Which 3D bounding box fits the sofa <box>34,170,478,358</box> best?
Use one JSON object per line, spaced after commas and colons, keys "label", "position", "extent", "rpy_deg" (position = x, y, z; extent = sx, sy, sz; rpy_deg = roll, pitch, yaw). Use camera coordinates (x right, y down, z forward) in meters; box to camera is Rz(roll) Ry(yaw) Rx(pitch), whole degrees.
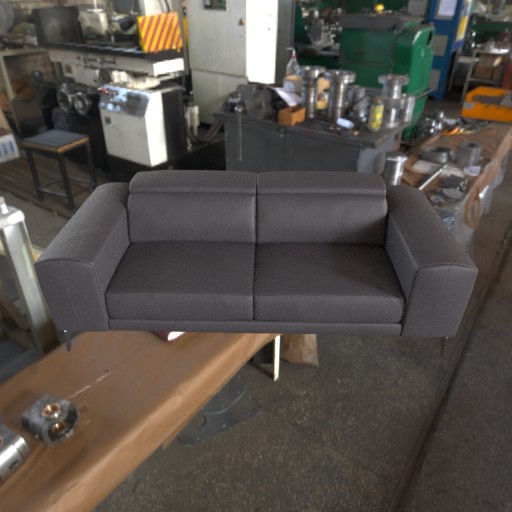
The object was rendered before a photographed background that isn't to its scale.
{"label": "sofa", "position": [0.000, 0.000, 2.839], "extent": [2.330, 0.814, 1.048], "rpy_deg": [1, 32, 1]}
